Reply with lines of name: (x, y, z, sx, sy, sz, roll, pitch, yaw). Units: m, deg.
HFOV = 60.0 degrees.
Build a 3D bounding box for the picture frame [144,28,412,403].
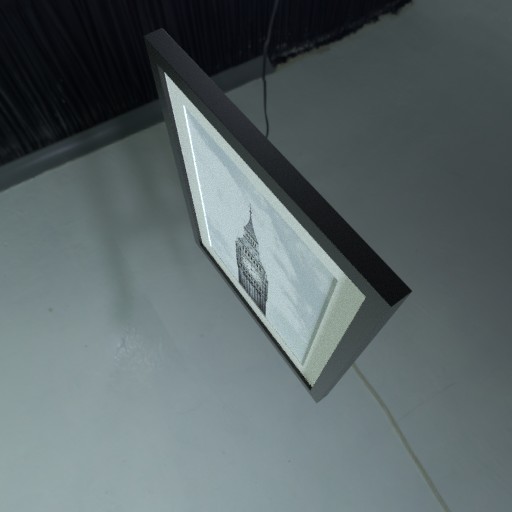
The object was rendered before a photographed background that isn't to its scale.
picture frame: (0.000, 0.000, 0.742, 0.028, 0.556, 0.460, -33, 68, -15)
